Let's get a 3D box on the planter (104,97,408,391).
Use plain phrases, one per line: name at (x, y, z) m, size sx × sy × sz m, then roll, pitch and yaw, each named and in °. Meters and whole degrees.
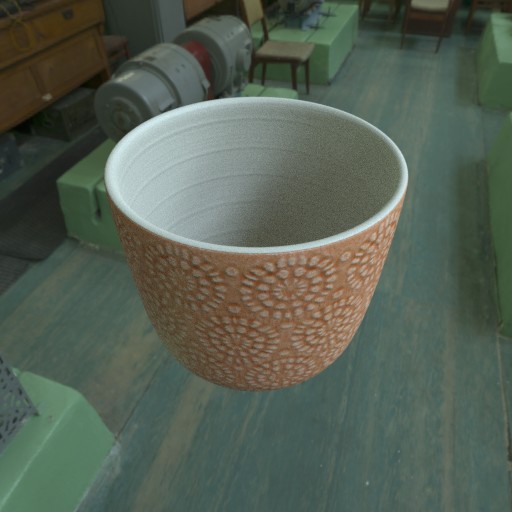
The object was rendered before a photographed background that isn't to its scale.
planter at (0.000, 0.000, 0.373) m, size 0.208 × 0.190 × 0.208 m, roll 0°, pitch 42°, yaw 0°
